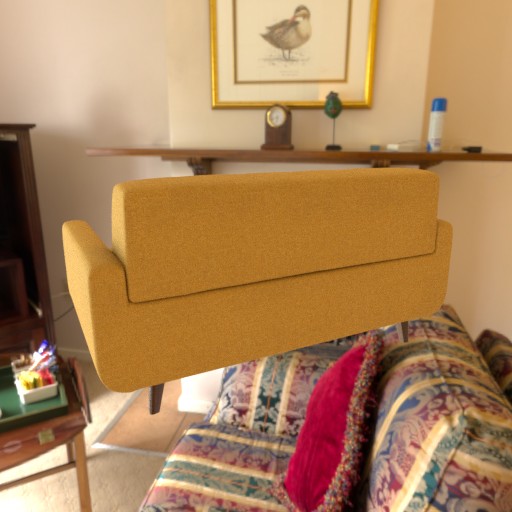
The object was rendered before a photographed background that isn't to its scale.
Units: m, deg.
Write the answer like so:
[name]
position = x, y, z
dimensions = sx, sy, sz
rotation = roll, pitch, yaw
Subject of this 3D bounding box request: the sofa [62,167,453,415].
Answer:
[sofa]
position = 0.000, 0.000, 2.128
dimensions = 1.631, 0.841, 0.909
rotation = -8, 17, -27
